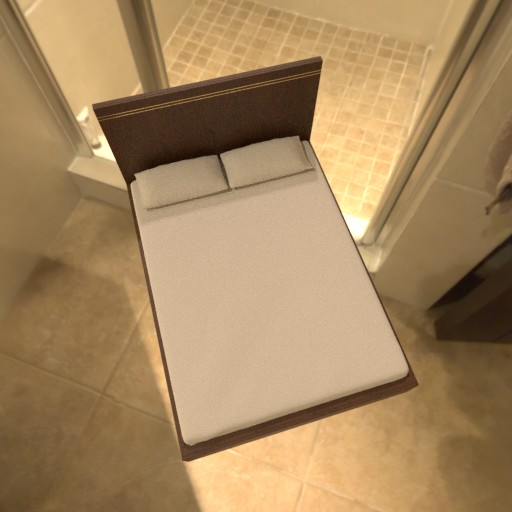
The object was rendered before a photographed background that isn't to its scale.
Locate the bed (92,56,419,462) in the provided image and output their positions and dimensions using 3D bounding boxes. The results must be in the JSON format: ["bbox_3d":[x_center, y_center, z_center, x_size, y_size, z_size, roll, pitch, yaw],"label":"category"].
[{"bbox_3d":[0.000,0.000,3.097,1.613,1.169,2.221,-15,65,-7],"label":"bed"}]
